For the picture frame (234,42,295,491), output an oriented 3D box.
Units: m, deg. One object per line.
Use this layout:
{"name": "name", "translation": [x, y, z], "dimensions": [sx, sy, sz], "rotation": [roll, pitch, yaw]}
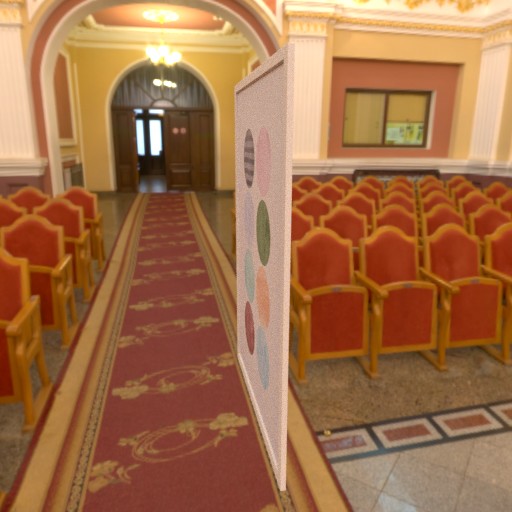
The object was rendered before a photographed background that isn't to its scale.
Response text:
{"name": "picture frame", "translation": [0.000, 0.000, 1.207], "dimensions": [0.013, 0.940, 0.659], "rotation": [-3, 15, -10]}
